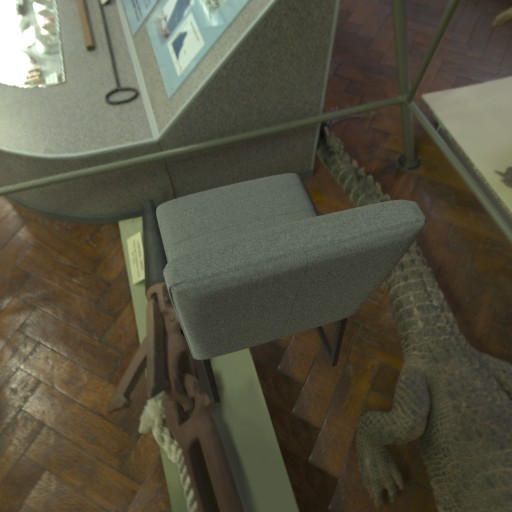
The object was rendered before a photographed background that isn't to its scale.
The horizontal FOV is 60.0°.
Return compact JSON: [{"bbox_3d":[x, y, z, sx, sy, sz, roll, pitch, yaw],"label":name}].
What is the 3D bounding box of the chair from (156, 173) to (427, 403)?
[{"bbox_3d":[0.000,0.000,1.337,0.520,0.930,0.634,-15,58,-9],"label":"chair"}]
